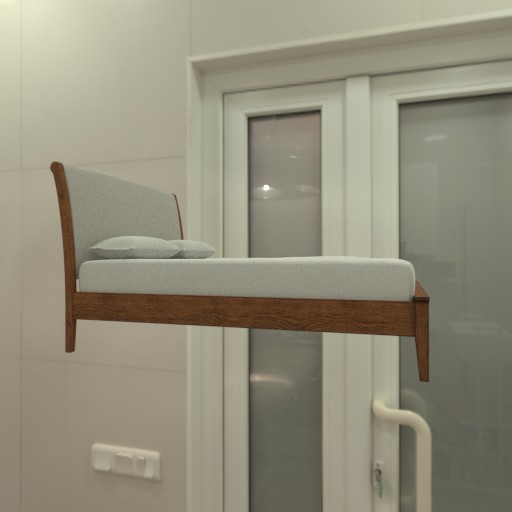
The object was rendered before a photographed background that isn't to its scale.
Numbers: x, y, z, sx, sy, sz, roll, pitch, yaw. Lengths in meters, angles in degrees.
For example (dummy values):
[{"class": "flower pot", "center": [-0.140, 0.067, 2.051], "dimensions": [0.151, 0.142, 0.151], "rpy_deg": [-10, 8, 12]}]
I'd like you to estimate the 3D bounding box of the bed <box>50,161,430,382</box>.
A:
[{"class": "bed", "center": [0.000, 0.000, 3.006], "dimensions": [2.108, 1.135, 1.502], "rpy_deg": [0, 0, 18]}]
